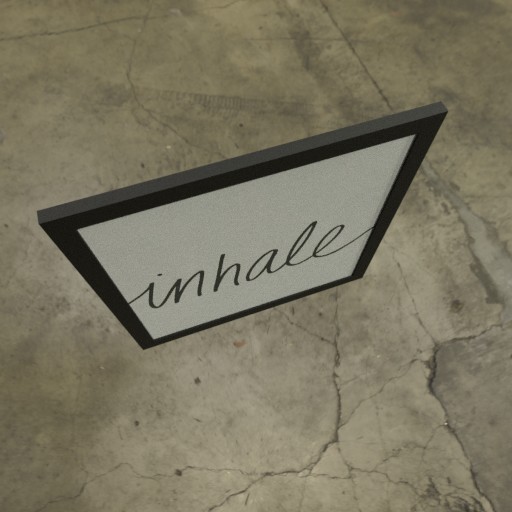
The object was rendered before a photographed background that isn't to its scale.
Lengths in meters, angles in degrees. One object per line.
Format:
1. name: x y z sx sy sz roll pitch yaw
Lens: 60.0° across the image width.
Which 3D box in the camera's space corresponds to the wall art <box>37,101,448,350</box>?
1. wall art: 0.000 0.000 0.525 0.356 0.356 0.013 -17 64 -9
